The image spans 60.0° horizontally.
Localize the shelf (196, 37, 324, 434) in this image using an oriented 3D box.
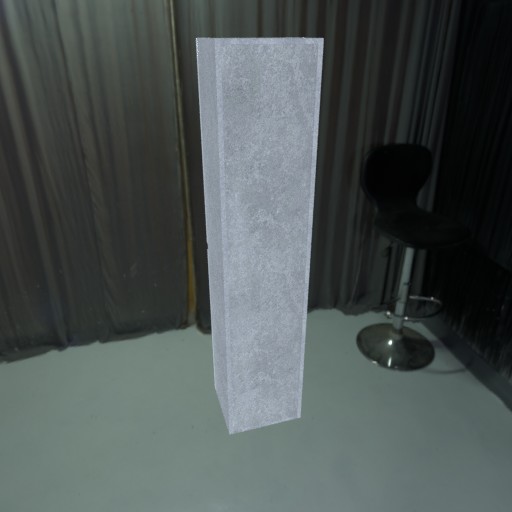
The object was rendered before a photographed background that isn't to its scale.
[{"bbox_3d":[0.000,0.000,1.586,0.300,1.400,0.270,-8,28,-15],"label":"shelf"}]
